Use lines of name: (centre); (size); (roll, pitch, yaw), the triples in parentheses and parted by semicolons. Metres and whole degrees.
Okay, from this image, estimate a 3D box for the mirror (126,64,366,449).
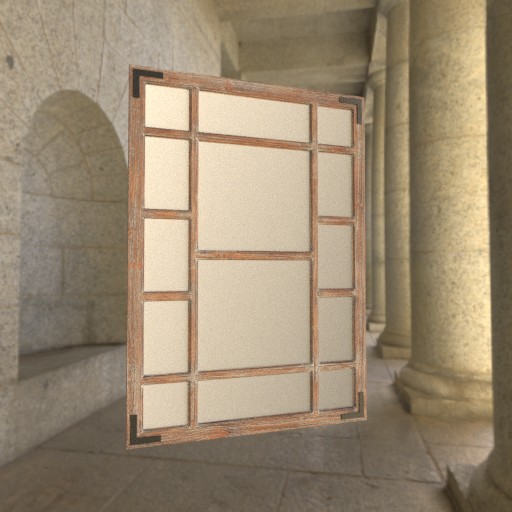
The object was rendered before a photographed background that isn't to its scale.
mirror: (0.000, 0.000, 1.264); (0.705, 0.996, 0.025); (1, -2, -18)
